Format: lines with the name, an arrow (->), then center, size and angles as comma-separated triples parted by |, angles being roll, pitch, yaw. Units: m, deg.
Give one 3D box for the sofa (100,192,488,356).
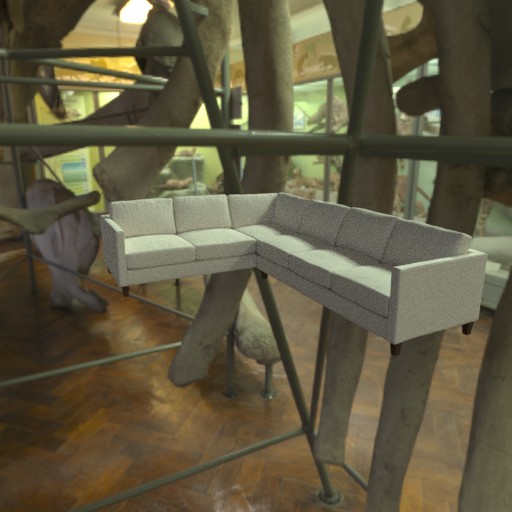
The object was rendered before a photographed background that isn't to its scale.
sofa -> 0.000, 0.000, 4.315 | 2.432, 0.863, 3.182 | -8, 17, -26
